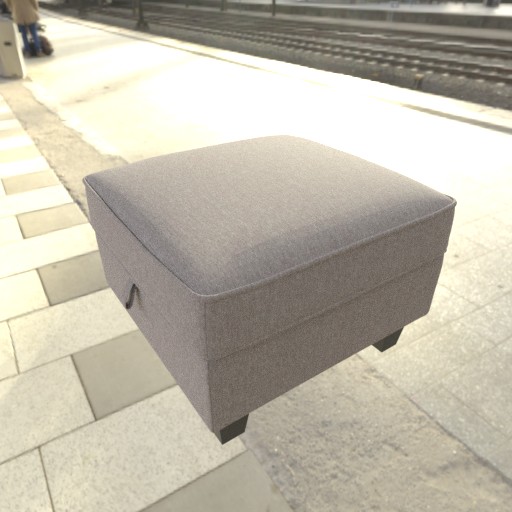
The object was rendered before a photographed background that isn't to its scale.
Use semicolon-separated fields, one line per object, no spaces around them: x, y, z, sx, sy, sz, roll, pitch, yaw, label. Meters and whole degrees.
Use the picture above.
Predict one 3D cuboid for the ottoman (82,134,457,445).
0.000;0.000;1.410;0.871;0.612;0.808;-20;36;-29;ottoman
